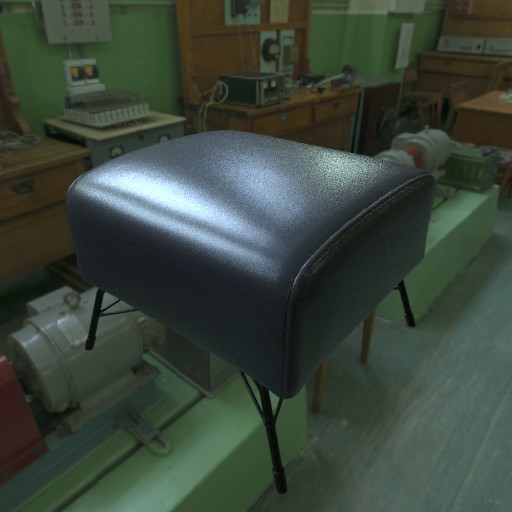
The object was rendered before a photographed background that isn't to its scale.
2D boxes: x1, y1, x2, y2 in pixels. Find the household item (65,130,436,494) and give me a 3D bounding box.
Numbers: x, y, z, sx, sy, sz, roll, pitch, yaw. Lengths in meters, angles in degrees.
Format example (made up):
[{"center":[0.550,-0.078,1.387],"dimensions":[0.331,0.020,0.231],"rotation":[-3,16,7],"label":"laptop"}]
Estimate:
[{"center":[0.000,0.000,0.890],"dimensions":[0.530,0.410,0.530],"rotation":[22,36,33],"label":"household item"}]
